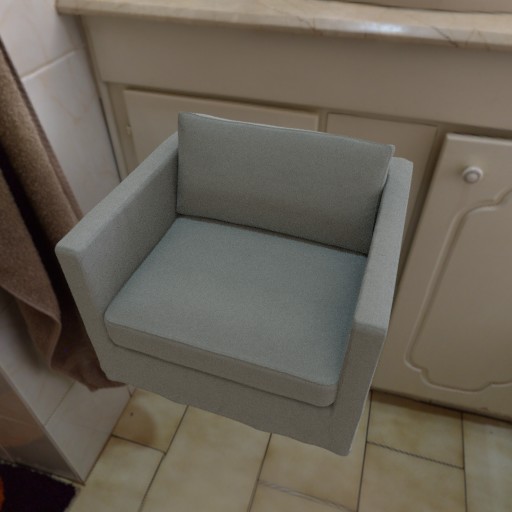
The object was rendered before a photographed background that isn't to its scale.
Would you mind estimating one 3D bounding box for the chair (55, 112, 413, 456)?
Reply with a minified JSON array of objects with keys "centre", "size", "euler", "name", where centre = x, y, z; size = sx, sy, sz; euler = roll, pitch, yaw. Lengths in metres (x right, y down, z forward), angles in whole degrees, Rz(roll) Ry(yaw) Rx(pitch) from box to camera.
[{"centre":[0.000,0.000,1.747],"size":[1.057,0.863,0.949],"euler":[13,44,14],"name":"chair"}]
